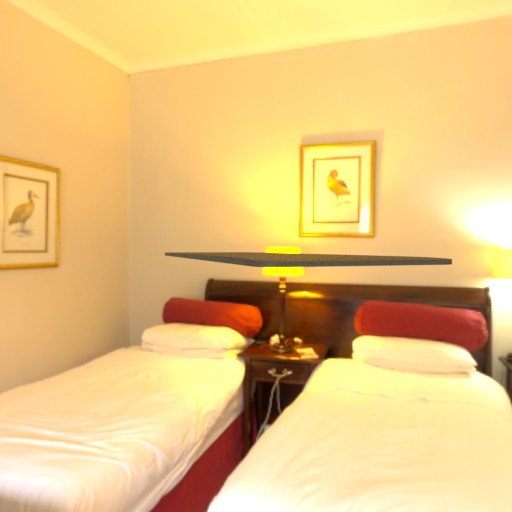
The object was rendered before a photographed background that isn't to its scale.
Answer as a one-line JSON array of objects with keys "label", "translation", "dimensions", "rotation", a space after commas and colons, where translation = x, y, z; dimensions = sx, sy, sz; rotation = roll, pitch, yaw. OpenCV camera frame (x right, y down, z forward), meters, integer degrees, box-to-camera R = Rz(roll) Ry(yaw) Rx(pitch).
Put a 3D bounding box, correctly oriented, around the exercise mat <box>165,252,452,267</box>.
[{"label": "exercise mat", "translation": [0.000, 0.000, 2.051], "dimensions": [0.616, 0.021, 1.869], "rotation": [0, 1, -19]}]
